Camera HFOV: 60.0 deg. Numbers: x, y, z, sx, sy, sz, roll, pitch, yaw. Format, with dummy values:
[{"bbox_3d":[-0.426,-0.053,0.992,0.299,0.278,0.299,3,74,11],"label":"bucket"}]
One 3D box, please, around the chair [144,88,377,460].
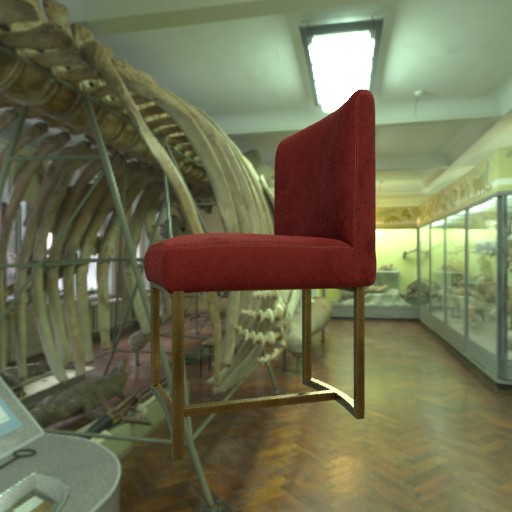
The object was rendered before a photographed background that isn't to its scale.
[{"bbox_3d":[0.000,0.000,1.206,0.560,0.824,0.530,0,0,-18],"label":"chair"}]
